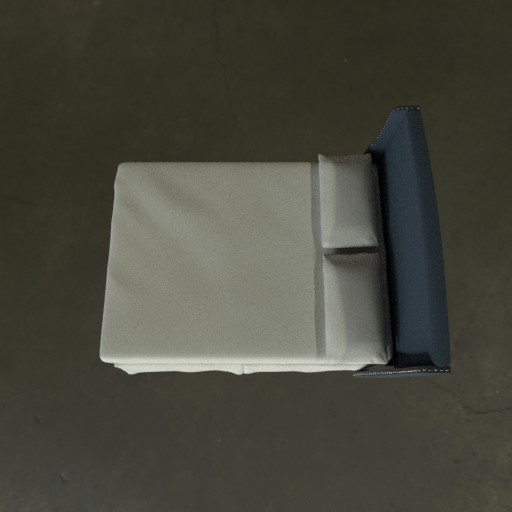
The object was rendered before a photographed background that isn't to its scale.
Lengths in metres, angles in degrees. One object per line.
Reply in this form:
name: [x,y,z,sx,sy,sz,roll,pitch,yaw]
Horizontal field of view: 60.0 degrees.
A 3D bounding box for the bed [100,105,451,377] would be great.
bed: [0.000,0.000,3.276,2.237,1.407,1.710,0,74,0]
